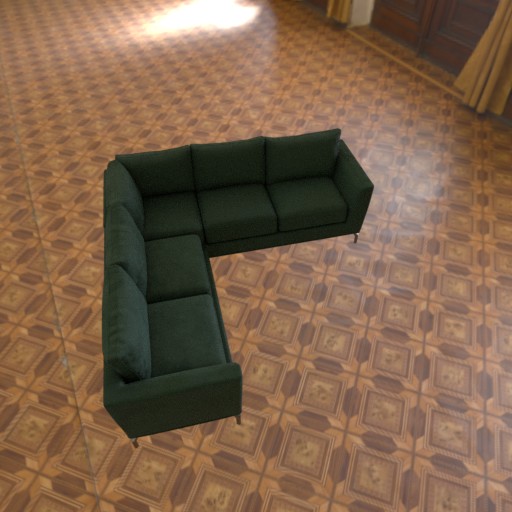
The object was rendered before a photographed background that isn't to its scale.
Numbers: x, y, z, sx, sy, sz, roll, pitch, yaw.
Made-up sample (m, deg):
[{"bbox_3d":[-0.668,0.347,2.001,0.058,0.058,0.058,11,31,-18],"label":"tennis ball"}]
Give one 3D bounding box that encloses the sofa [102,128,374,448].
[{"bbox_3d":[0.000,0.000,3.812,2.452,1.004,2.468,-10,47,-9],"label":"sofa"}]
